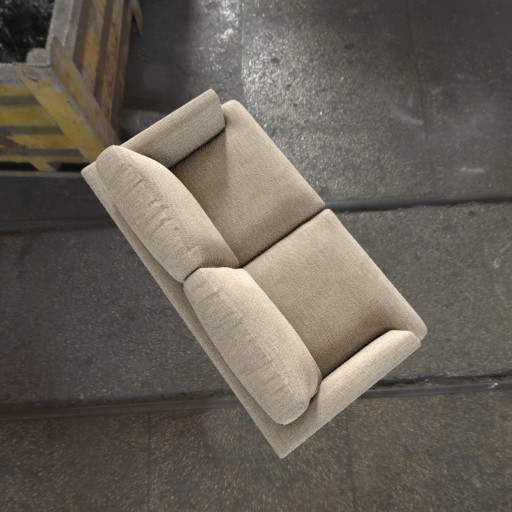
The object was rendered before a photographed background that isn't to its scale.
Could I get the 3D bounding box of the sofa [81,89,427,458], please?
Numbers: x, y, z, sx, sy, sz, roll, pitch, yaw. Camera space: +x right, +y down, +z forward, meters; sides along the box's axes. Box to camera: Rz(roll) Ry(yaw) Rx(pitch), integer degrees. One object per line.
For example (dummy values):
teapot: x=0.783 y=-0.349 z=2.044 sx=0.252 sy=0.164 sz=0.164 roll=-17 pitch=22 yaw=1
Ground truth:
sofa: x=0.000 y=0.000 z=2.180 sx=0.903 sy=0.944 sz=1.582 roll=-36 pitch=78 yaw=-9
